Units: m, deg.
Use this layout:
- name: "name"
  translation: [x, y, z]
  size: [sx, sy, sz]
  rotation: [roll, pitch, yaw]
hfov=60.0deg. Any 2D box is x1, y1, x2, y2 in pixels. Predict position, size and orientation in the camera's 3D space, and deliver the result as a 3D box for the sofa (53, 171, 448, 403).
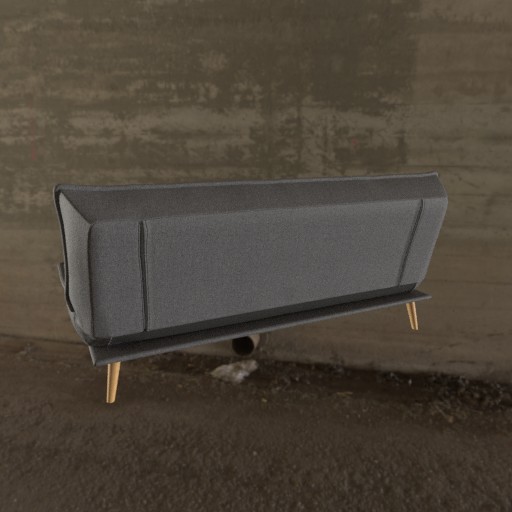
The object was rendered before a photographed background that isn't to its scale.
- name: "sofa"
  translation: [0.000, 0.000, 2.391]
  size: [1.940, 0.890, 0.950]
  rotation: [-7, 16, -25]
